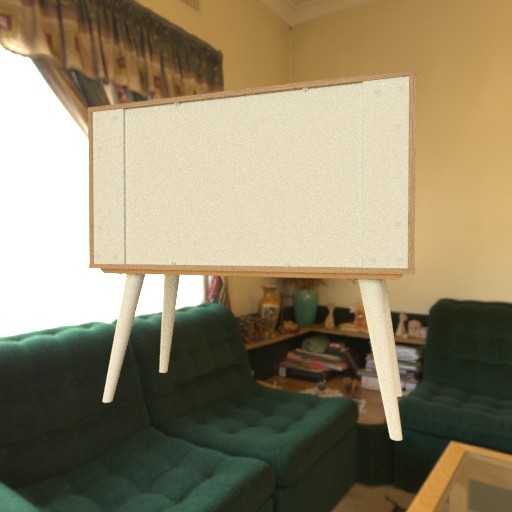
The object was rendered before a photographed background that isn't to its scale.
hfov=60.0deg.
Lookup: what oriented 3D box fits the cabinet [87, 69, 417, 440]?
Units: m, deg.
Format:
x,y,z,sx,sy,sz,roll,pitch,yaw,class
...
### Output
x,y,z,sx,sy,sz,roll,pitch,yaw,class
0.000,0.000,1.582,1.057,1.016,0.470,0,1,18,cabinet
